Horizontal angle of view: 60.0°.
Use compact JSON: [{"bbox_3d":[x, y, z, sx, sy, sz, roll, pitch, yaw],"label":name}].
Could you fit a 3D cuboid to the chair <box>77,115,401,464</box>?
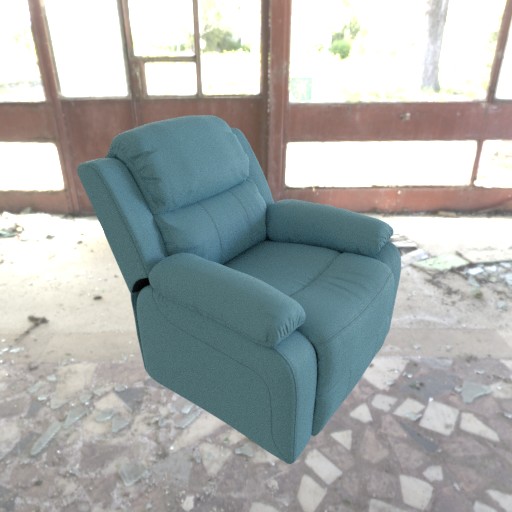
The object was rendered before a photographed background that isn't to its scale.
[{"bbox_3d":[0.000,0.000,1.261,0.709,0.702,0.680,17,31,31],"label":"chair"}]
